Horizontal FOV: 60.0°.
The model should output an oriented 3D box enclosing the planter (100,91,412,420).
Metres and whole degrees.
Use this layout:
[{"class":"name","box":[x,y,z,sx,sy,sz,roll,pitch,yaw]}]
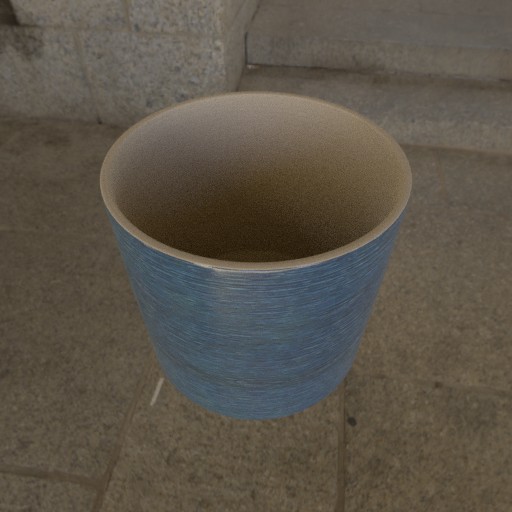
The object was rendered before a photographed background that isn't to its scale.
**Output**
[{"class":"planter","box":[0.000,0.000,0.394,0.221,0.201,0.221,0,45,0]}]
